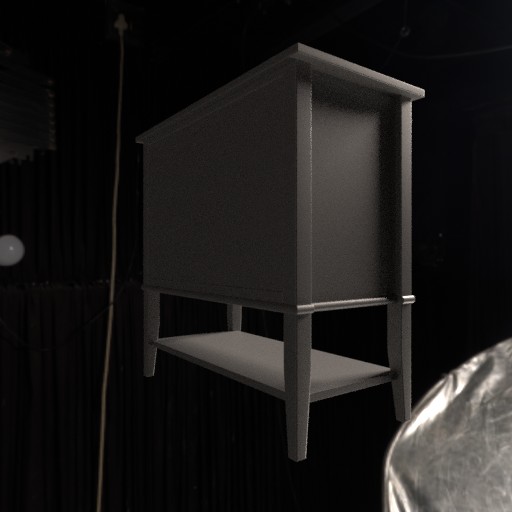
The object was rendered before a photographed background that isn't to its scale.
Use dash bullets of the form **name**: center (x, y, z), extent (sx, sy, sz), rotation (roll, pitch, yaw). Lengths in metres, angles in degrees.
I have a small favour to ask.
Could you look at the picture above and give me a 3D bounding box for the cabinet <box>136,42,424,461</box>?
- **cabinet**: center (0.000, 0.000, 1.248), extent (0.396, 0.780, 0.801), rotation (0, 0, -36)
